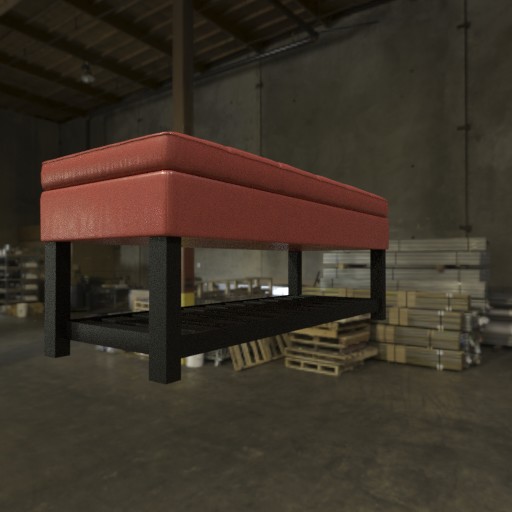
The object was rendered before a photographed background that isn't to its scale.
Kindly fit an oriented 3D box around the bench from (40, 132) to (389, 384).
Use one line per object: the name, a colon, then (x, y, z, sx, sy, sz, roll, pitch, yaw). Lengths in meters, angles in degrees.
bench: (0.000, 0.000, 1.324, 0.432, 0.460, 1.105, -1, -1, 36)
